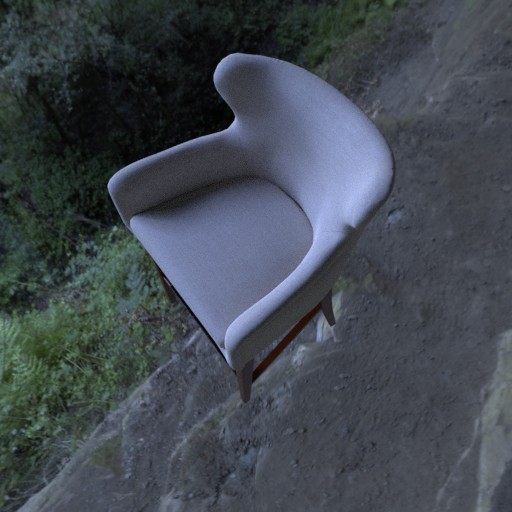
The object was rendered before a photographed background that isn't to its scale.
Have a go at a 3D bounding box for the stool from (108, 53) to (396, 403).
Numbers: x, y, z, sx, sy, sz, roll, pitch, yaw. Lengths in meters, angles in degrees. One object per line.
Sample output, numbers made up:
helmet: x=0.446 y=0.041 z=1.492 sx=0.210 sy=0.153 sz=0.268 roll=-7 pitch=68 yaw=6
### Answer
stool: x=0.000 y=0.000 z=1.390 sx=0.563 sy=1.034 sz=0.556 roll=-35 pitch=68 yaw=-16
